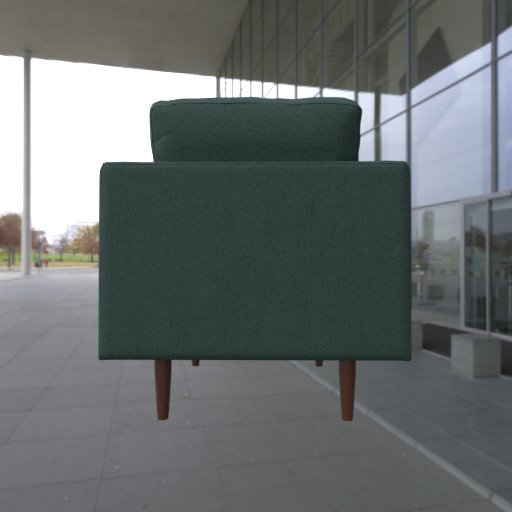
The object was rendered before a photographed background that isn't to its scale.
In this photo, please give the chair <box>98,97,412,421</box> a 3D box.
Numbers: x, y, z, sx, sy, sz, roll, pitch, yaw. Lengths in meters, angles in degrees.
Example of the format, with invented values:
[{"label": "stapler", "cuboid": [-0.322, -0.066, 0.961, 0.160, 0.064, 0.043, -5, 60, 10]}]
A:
[{"label": "chair", "cuboid": [0.000, 0.000, 1.571, 0.855, 0.927, 0.800, 0, 0, 1]}]
